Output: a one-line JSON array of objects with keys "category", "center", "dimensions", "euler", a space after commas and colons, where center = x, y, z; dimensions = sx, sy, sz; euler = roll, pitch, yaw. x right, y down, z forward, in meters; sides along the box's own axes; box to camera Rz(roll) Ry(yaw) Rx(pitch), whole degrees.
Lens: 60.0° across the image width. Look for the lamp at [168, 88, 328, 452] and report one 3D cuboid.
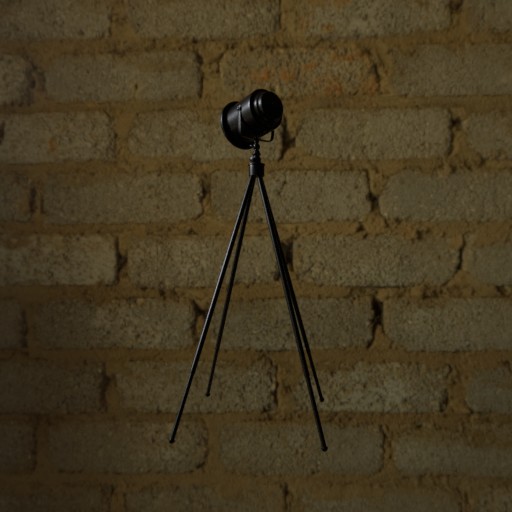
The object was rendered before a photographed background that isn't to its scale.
[{"category": "lamp", "center": [0.000, 0.000, 2.042], "dimensions": [0.879, 1.504, 0.884], "euler": [0, -1, -37]}]
